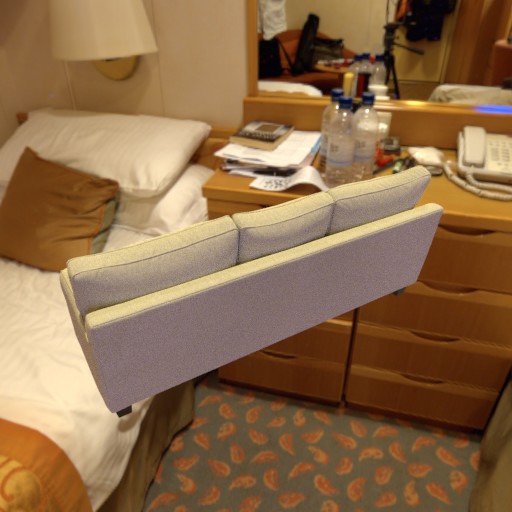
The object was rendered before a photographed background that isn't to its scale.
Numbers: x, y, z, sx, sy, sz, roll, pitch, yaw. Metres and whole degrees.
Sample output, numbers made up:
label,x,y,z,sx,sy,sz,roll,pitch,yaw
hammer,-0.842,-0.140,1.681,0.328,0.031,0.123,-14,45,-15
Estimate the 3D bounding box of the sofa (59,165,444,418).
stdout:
label,x,y,z,sx,sy,sz,roll,pitch,yaw
sofa,0.000,0.000,2.907,2.323,0.991,1.016,-18,36,-26
